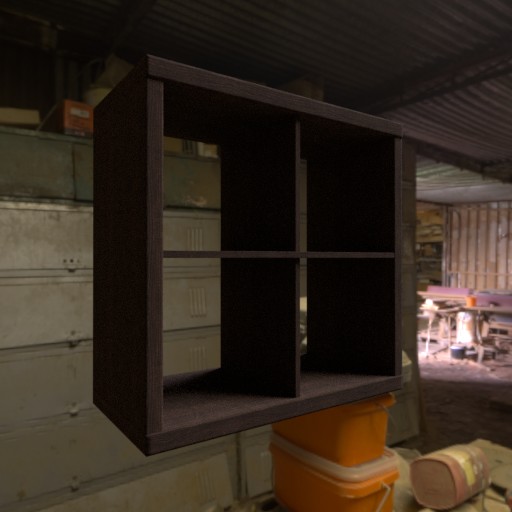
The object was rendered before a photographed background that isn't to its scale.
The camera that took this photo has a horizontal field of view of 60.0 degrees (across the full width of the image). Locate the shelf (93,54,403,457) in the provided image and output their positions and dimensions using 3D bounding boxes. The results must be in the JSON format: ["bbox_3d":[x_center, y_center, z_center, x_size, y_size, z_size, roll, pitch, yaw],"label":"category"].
[{"bbox_3d":[0.000,0.000,1.250,0.790,0.786,0.390,0,0,-35],"label":"shelf"}]
